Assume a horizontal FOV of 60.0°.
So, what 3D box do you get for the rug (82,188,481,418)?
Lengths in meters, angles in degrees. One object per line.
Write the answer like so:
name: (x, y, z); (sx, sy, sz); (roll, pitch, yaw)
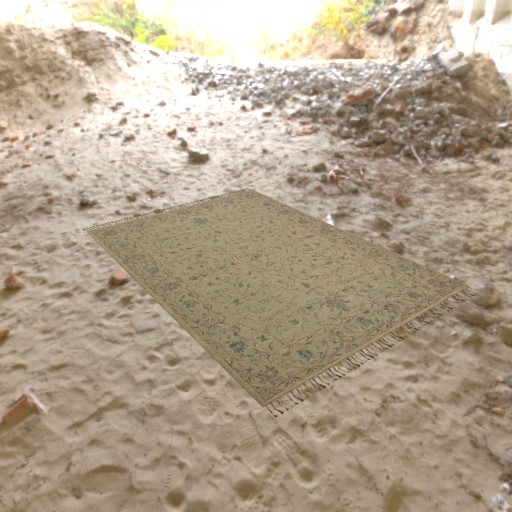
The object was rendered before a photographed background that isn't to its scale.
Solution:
rug: (0.000, 0.000, 2.332); (1.247, 0.008, 1.802); (-19, 33, -32)
